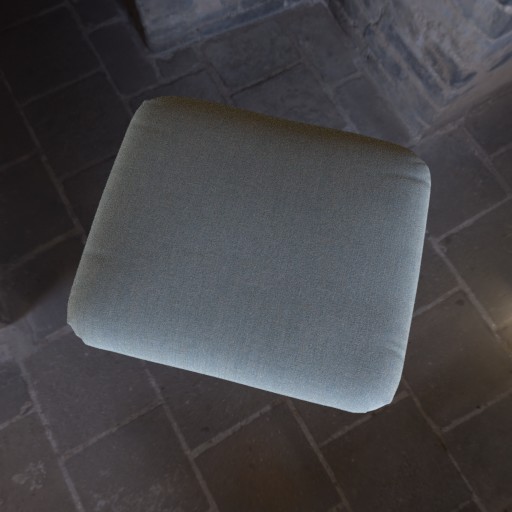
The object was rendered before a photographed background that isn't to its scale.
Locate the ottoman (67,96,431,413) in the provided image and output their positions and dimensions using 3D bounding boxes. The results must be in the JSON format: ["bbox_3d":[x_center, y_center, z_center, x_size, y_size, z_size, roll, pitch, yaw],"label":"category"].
[{"bbox_3d":[0.000,0.000,1.134,0.747,0.450,0.622,13,76,3],"label":"ottoman"}]
